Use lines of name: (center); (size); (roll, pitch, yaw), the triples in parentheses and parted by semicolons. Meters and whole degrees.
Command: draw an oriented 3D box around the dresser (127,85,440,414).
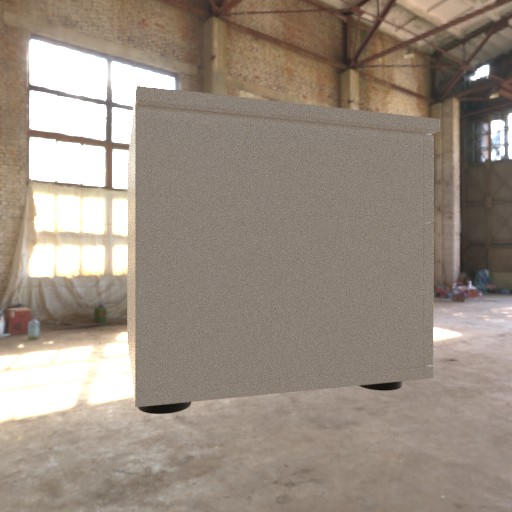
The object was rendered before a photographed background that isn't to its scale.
dresser: (0.000, 0.000, 0.732); (0.400, 0.360, 0.430); (0, 0, -17)
